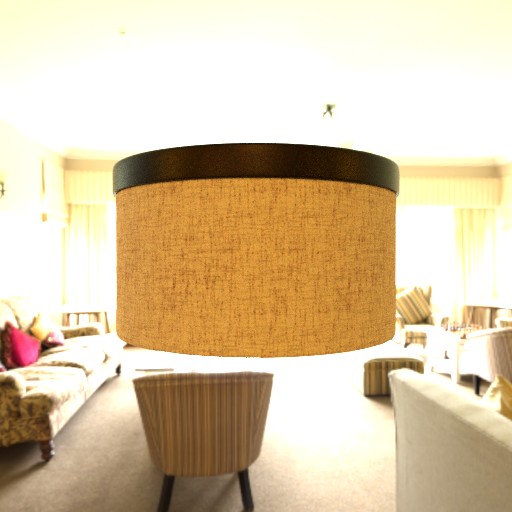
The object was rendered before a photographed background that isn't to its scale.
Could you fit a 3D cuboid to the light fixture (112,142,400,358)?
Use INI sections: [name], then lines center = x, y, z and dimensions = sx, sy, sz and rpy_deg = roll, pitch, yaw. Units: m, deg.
[light fixture]
center = 0.000, 0.000, 0.633
dimensions = 0.389, 0.229, 0.389
rpy_deg = 0, 0, 0
